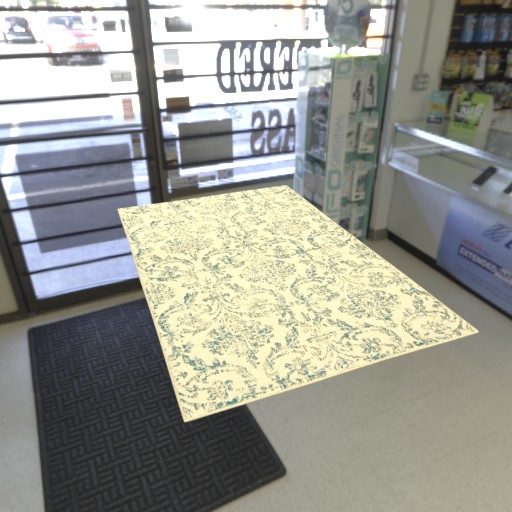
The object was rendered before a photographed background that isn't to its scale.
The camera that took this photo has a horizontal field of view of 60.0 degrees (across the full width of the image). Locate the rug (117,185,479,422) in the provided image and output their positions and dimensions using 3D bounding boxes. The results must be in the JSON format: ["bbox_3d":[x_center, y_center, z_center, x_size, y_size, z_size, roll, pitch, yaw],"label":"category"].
[{"bbox_3d":[0.000,0.000,3.500,1.819,0.018,2.746,-11,31,-19],"label":"rug"}]
